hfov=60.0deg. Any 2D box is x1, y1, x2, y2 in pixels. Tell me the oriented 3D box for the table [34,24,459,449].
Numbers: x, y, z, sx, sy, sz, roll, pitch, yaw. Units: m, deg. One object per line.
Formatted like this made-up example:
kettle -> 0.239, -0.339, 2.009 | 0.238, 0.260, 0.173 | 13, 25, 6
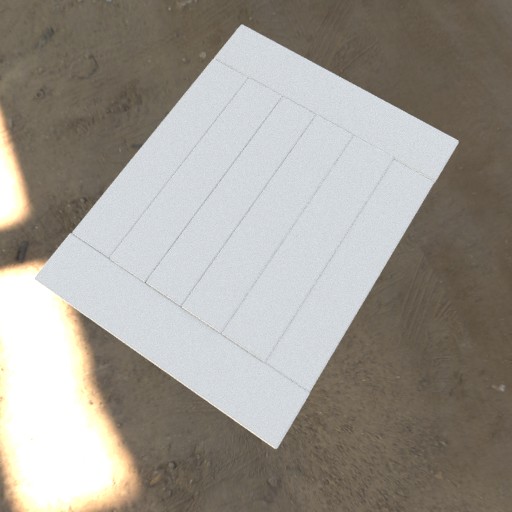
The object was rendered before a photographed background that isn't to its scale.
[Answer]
table -> 0.000, 0.000, 1.032 | 0.463, 0.605, 0.599 | 32, 76, 9
